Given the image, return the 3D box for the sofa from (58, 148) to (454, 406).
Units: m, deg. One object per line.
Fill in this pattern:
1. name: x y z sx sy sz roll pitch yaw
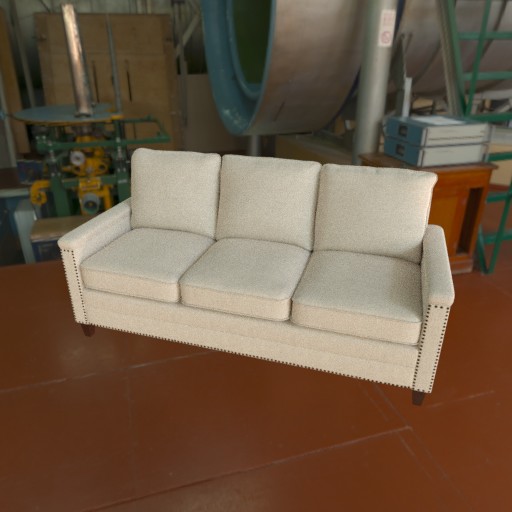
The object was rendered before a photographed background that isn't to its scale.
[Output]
1. sofa: 0.000 0.000 2.433 1.925 0.961 0.828 8 27 15
